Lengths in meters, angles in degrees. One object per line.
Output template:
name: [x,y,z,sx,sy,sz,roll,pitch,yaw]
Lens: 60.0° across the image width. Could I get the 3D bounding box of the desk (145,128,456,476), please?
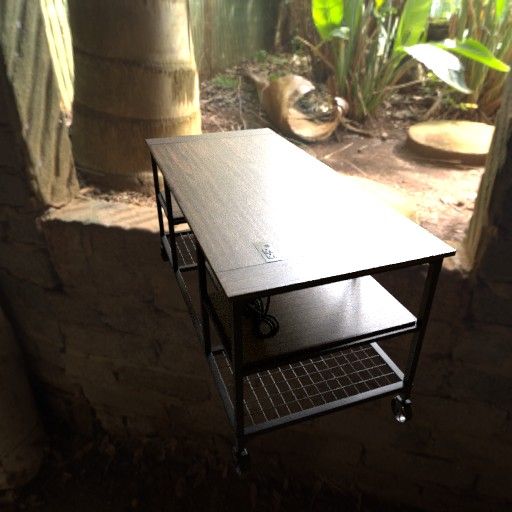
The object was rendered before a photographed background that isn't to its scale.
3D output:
desk: [0.000,0.000,2.042,0.711,0.751,1.590,-10,31,-17]
